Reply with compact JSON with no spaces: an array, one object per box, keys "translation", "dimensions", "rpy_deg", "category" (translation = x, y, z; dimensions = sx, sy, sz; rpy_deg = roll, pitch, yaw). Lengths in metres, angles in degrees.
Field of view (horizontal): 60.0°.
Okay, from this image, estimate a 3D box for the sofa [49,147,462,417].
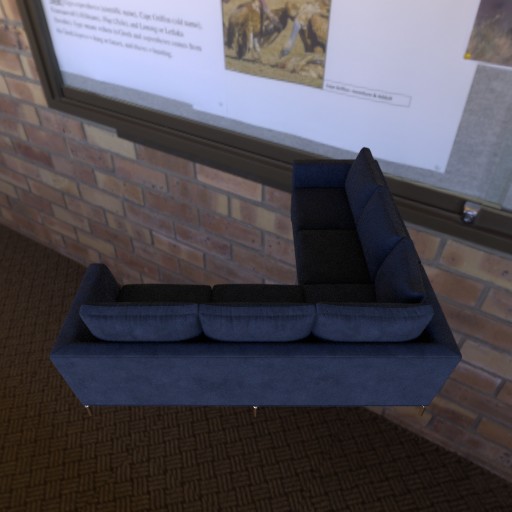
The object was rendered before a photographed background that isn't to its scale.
[{"translation":[0.000,0.000,3.729],"dimensions":[2.463,0.988,2.472],"rpy_deg":[0,40,0],"category":"sofa"}]
